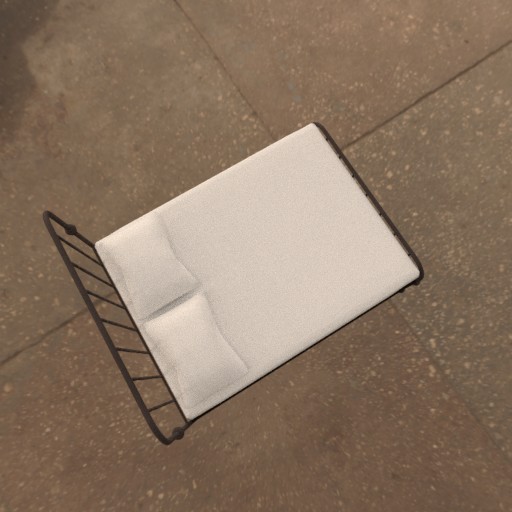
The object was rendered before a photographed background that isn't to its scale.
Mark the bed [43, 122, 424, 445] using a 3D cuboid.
[{"bbox_3d":[0.000,0.000,3.265,2.134,1.446,1.616,-30,78,-7],"label":"bed"}]
